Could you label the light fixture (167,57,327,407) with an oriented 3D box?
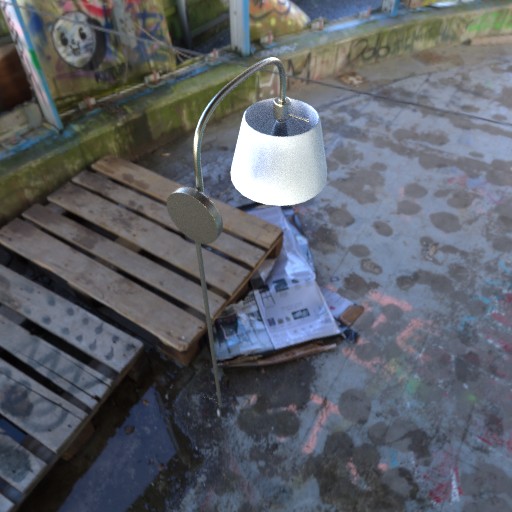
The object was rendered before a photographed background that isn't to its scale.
[{"bbox_3d":[0.000,0.000,0.459,0.092,0.399,0.176,24,52,21],"label":"light fixture"}]
